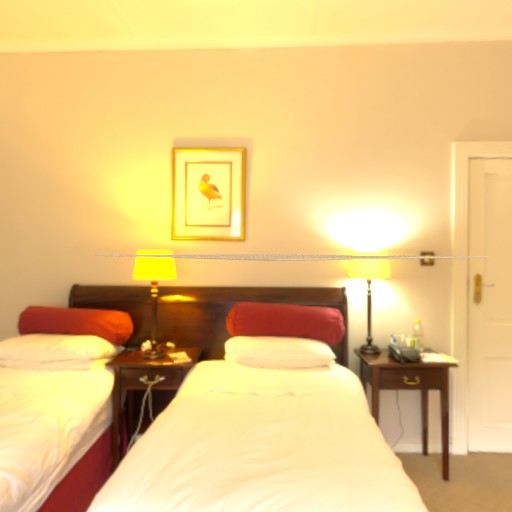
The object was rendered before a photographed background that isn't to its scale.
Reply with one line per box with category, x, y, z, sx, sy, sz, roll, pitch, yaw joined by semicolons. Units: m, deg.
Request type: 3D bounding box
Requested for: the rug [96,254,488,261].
rug;0.000;0.000;3.074;1.523;0.008;2.438;0;1;-35
